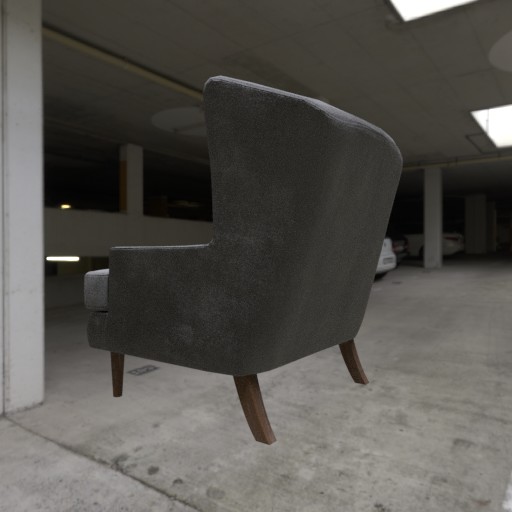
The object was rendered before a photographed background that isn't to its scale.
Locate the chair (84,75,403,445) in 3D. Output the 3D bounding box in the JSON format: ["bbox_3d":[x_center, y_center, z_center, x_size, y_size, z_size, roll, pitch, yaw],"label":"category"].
[{"bbox_3d":[0.000,0.000,1.553,0.906,0.950,0.784,0,0,36],"label":"chair"}]
